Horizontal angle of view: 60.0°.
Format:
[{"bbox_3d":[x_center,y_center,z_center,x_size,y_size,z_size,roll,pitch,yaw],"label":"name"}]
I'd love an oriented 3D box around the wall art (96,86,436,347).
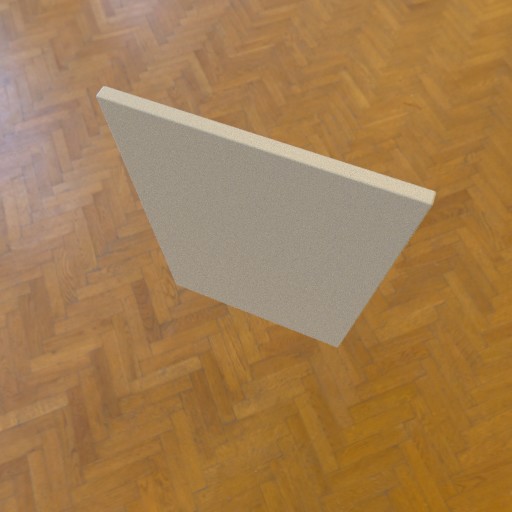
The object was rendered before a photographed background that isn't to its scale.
[{"bbox_3d":[0.000,0.000,1.048,0.556,0.813,0.026,20,66,10],"label":"wall art"}]
